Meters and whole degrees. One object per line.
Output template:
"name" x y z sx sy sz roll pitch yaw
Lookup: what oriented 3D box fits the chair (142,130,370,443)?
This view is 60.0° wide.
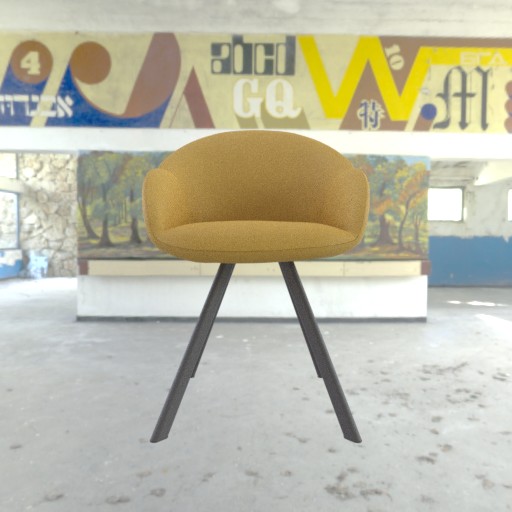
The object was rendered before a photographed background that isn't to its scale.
"chair" 0.000 0.000 1.181 0.551 0.793 0.583 0 3 0
